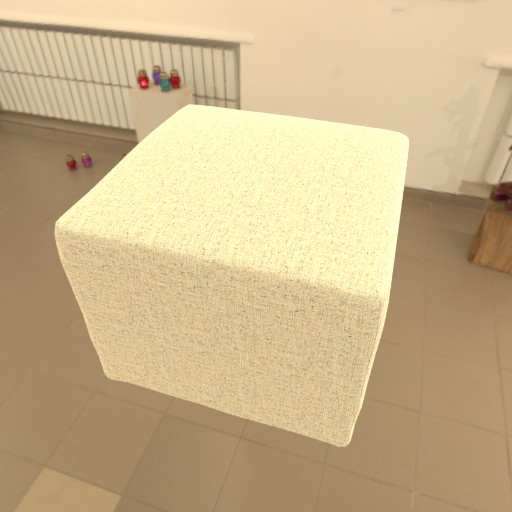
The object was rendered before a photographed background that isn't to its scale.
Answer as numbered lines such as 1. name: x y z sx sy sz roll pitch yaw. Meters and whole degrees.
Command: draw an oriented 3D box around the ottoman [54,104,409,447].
1. ottoman: 0.000 0.000 0.921 0.521 0.453 0.512 12 42 13
